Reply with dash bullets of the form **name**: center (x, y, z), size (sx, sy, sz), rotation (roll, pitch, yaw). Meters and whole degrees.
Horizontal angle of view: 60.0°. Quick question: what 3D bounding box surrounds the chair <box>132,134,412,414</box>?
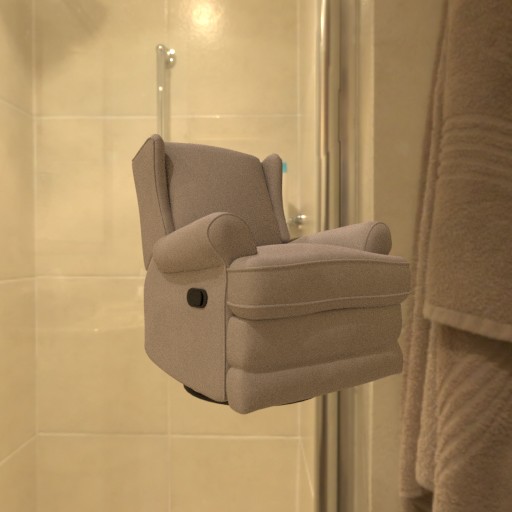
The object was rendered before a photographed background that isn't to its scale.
- **chair**: center (0.000, 0.000, 1.758), size (0.847, 1.011, 0.969), rotation (-1, 1, -36)
